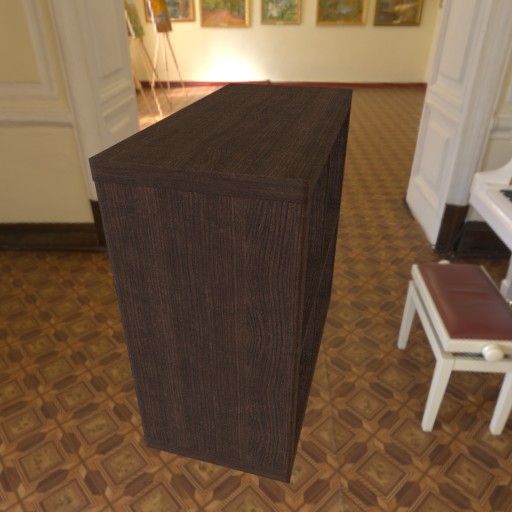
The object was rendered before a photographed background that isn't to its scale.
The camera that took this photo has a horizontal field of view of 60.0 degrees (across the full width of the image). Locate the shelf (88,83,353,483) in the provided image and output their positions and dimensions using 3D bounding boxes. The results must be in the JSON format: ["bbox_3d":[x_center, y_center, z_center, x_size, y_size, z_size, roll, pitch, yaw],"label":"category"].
[{"bbox_3d":[0.000,0.000,1.259,0.390,0.786,0.790,8,32,13],"label":"shelf"}]
